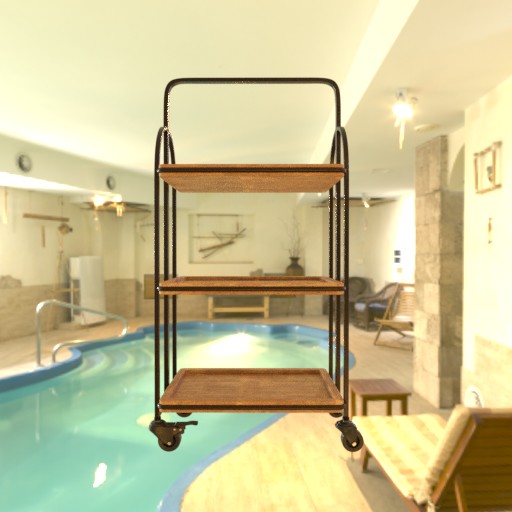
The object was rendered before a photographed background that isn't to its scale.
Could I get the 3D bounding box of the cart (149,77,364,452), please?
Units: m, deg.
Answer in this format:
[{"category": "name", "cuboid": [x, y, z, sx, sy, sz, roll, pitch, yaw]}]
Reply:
[{"category": "cart", "cuboid": [0.000, 0.000, 1.255, 0.553, 1.001, 0.327, 0, 1, 0]}]
